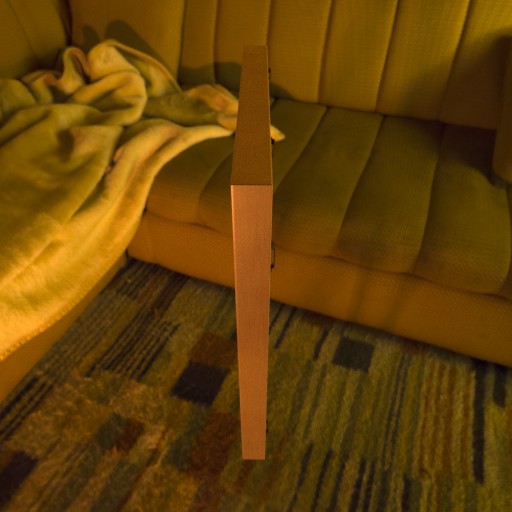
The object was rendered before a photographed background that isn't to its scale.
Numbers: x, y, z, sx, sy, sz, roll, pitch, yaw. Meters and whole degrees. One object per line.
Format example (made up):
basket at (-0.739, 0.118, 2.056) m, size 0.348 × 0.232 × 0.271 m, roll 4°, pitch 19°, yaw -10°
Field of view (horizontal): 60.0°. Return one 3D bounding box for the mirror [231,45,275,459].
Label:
mirror at (0.000, 0.000, 0.696) m, size 0.041 × 0.509 × 0.406 m, roll 0°, pitch 41°, yaw 0°
